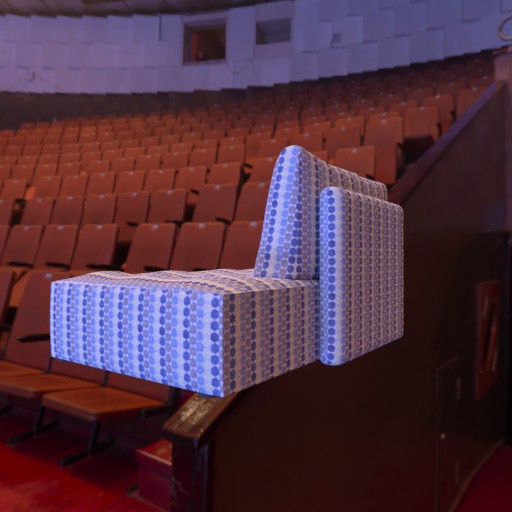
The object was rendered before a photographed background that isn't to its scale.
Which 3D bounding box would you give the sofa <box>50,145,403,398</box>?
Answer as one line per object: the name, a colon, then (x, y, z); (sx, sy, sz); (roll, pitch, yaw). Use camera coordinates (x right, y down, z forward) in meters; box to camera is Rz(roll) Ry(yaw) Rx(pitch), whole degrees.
sofa: (0.000, 0.000, 2.037); (1.000, 0.820, 1.450); (0, 0, 36)
